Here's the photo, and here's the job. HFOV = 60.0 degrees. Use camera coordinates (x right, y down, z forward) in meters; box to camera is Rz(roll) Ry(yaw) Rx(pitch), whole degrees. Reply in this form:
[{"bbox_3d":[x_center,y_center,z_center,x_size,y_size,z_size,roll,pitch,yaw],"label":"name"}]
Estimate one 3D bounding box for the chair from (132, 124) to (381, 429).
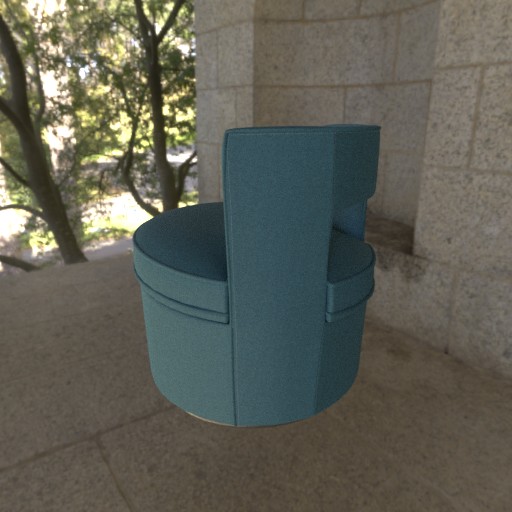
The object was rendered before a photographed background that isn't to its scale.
[{"bbox_3d":[0.000,0.000,1.250,0.660,0.711,0.684,8,19,25],"label":"chair"}]
